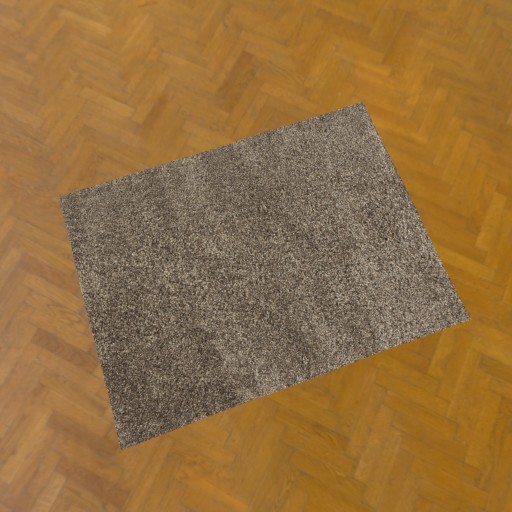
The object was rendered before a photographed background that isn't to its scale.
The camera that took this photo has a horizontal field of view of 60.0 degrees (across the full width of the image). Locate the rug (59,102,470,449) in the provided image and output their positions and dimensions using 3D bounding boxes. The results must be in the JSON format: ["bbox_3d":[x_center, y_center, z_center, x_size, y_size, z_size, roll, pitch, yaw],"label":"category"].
[{"bbox_3d":[0.000,0.000,2.061,1.601,0.025,1.198,-19,74,-6],"label":"rug"}]
